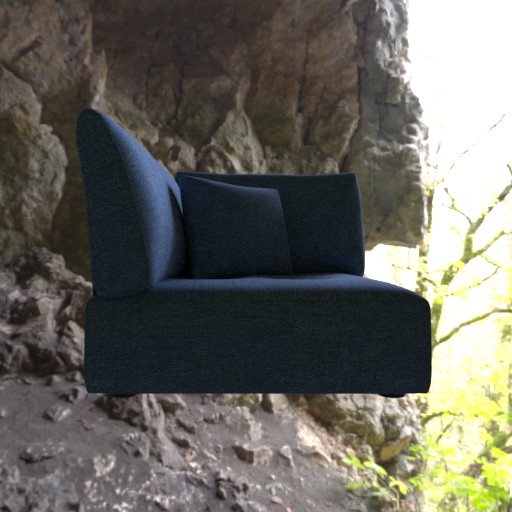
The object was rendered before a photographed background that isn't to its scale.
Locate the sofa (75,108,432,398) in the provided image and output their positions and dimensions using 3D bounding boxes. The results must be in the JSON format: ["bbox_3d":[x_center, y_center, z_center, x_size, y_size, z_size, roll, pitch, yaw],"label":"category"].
[{"bbox_3d":[0.000,0.000,1.686,1.000,0.820,1.000,0,0,0],"label":"sofa"}]
